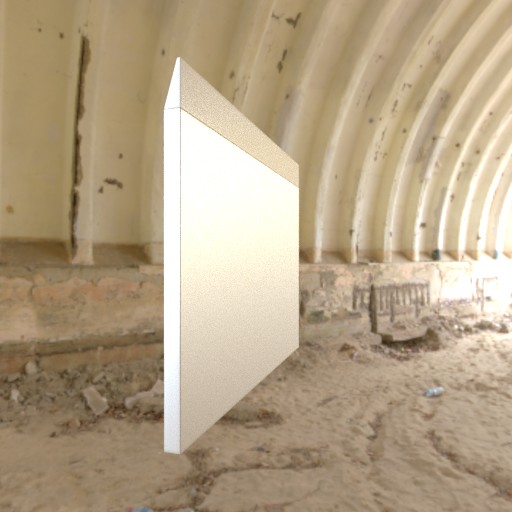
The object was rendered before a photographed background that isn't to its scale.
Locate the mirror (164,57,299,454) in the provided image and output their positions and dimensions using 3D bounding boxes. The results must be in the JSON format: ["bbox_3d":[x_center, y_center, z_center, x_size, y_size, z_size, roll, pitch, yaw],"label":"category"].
[{"bbox_3d":[0.000,0.000,1.120,0.030,0.630,0.870,0,0,18],"label":"mirror"}]
